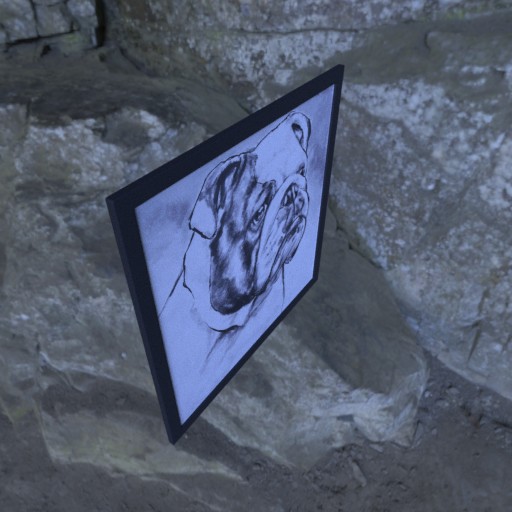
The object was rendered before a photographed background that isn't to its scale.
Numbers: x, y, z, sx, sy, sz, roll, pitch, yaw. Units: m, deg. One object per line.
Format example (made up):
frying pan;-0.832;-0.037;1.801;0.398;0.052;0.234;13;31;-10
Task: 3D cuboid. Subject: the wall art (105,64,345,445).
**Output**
wall art;0.000;0.000;0.843;0.012;0.558;0.562;25;47;26
